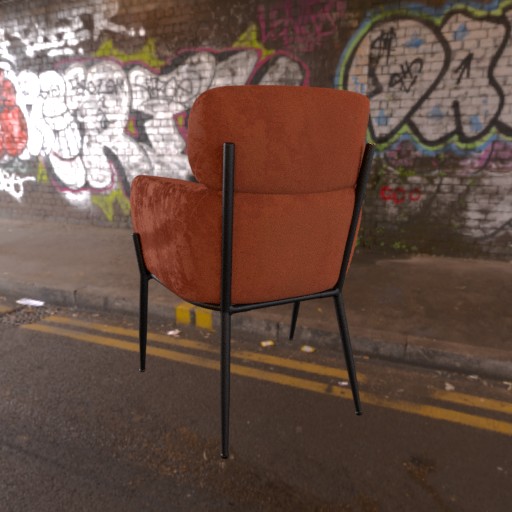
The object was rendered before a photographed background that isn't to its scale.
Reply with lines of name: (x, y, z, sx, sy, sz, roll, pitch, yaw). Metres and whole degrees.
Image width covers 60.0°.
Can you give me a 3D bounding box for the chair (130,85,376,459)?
chair: (0.000, 0.000, 1.146, 0.561, 0.772, 0.523, -7, 15, -25)
